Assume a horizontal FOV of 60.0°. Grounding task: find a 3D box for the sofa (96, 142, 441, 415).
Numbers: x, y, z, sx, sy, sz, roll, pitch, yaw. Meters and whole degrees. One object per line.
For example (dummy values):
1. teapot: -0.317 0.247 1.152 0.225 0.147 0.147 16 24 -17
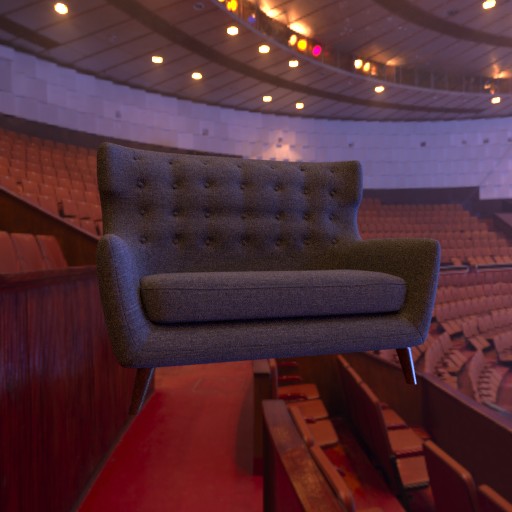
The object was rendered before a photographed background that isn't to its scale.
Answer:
1. sofa: 0.000 0.000 1.987 1.358 1.028 0.874 0 1 -18
